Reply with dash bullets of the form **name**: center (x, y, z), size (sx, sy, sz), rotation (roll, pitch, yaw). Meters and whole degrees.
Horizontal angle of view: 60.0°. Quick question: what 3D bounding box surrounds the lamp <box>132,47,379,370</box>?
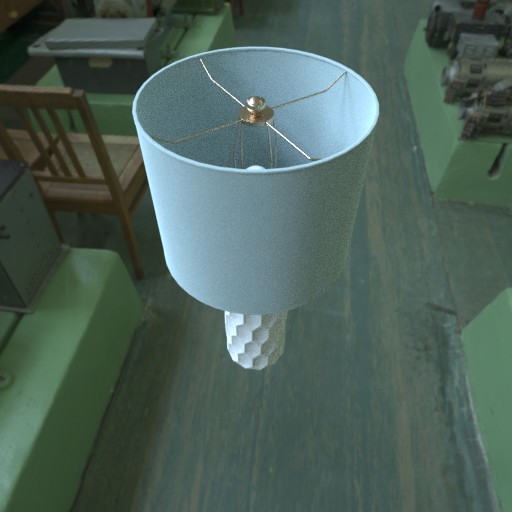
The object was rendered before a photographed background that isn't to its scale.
- **lamp**: center (0.000, 0.000, 0.701), size (0.277, 0.534, 0.277), rotation (4, 48, 4)
